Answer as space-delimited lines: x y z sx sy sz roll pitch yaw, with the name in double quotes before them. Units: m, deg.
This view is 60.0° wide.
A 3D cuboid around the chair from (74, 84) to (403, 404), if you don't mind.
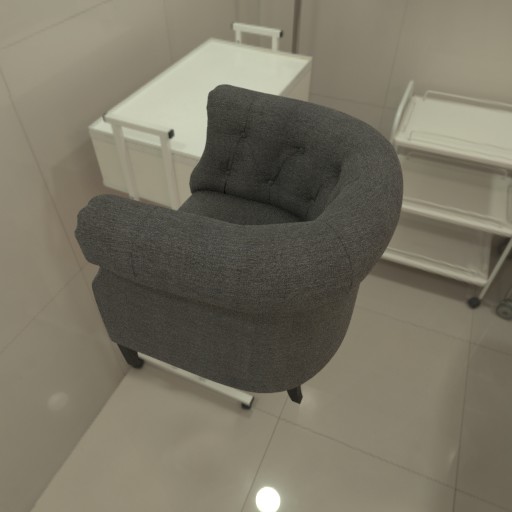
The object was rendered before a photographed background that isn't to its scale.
"chair" 0.000 0.000 1.553 0.852 0.827 0.905 17 48 16
